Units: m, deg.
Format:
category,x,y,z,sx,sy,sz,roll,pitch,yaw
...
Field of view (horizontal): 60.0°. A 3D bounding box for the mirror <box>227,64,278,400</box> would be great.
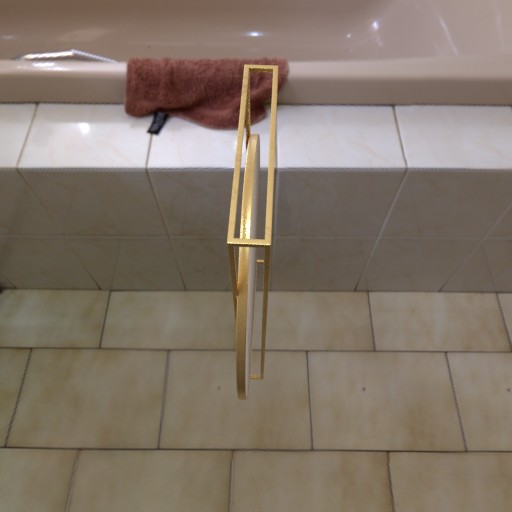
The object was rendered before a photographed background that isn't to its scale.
category,x,y,z,sx,sy,sz,roll,pitch,yaw
mirror,0.000,0.000,0.848,0.051,0.603,0.508,3,60,1
